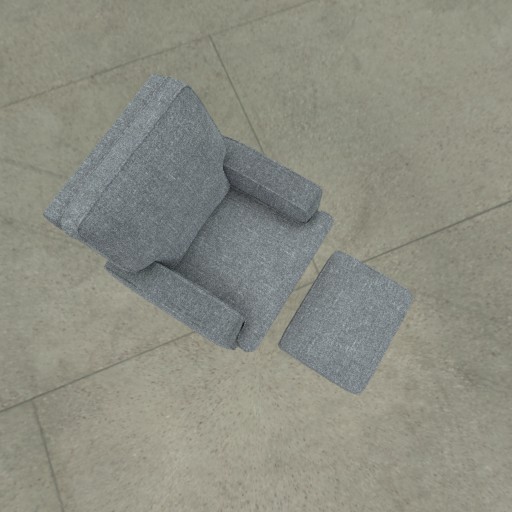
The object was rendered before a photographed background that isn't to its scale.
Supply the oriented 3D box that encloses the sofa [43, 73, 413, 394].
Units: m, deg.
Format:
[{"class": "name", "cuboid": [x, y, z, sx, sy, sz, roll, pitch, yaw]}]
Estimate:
[{"class": "sofa", "cuboid": [0.000, 0.000, 2.020, 1.472, 0.959, 0.861, 31, 78, 8]}]
